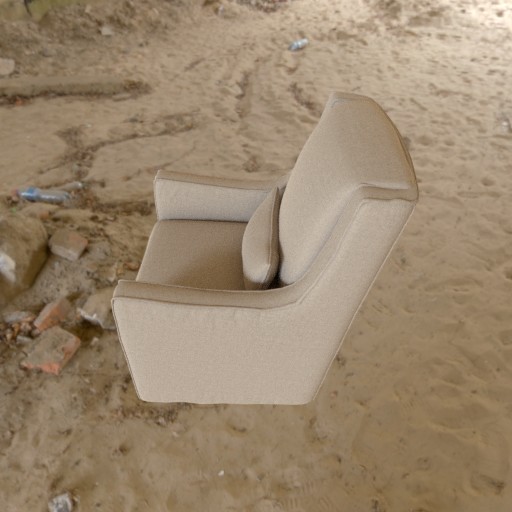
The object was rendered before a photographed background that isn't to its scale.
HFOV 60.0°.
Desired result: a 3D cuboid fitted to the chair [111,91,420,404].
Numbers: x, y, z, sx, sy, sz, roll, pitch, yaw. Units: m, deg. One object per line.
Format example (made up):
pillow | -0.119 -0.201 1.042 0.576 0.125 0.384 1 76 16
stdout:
chair | 0.000 0.000 1.616 0.879 0.993 0.732 1 41 1
